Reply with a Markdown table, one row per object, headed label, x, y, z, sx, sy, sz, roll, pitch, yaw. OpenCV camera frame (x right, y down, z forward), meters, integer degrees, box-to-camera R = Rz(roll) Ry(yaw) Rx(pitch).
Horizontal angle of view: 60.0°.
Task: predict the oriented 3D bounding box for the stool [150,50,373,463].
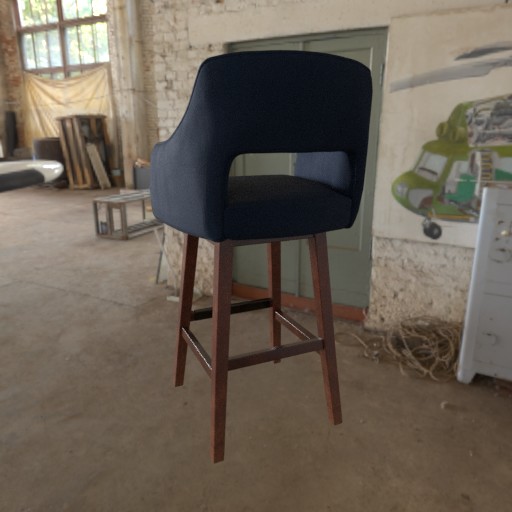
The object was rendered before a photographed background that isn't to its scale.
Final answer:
| label | x | y | z | sx | sy | sz | roll | pitch | yaw |
| --- | --- | --- | --- | --- | --- | --- | --- | --- | --- |
| stool | 0.000 | 0.000 | 1.316 | 0.550 | 1.041 | 0.560 | -7 | 17 | -24 |
